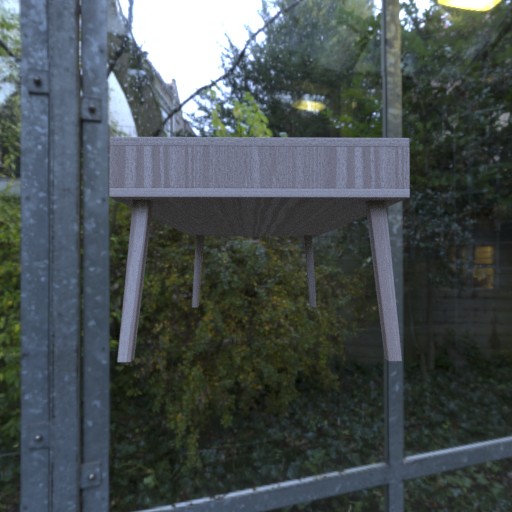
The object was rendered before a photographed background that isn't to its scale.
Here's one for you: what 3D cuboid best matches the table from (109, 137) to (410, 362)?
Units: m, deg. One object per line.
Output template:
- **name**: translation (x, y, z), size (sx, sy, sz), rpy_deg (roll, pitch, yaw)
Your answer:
- **table**: translation (0.000, 0.000, 1.480), size (0.600, 0.450, 1.200), rpy_deg (0, -1, -1)
